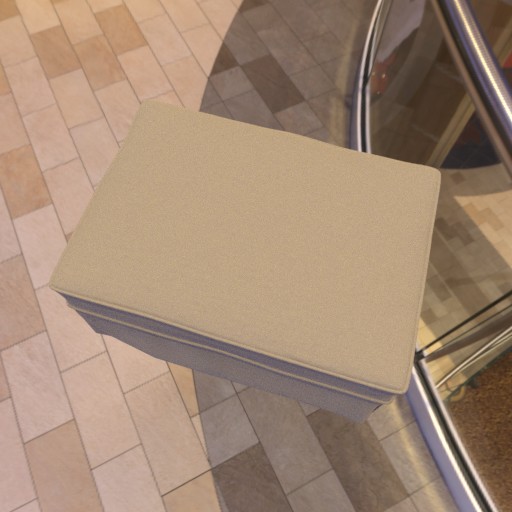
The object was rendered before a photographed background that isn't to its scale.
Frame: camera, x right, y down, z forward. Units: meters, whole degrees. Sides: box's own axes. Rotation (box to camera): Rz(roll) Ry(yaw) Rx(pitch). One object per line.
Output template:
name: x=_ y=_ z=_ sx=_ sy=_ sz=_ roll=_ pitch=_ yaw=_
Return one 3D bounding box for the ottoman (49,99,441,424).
ottoman: x=0.000 y=0.000 z=1.338 sx=0.944 sy=0.479 sz=0.703 roll=15 pitch=66 yaw=7
